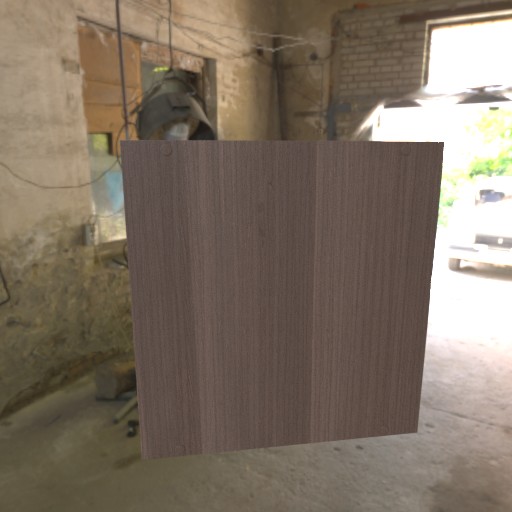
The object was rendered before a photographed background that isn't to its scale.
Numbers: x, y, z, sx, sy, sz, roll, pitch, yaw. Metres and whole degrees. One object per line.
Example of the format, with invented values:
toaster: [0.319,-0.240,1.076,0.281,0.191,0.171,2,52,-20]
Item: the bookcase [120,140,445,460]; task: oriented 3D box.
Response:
bookcase: [0.000,0.000,0.621,0.290,0.305,0.415,-2,14,-8]
